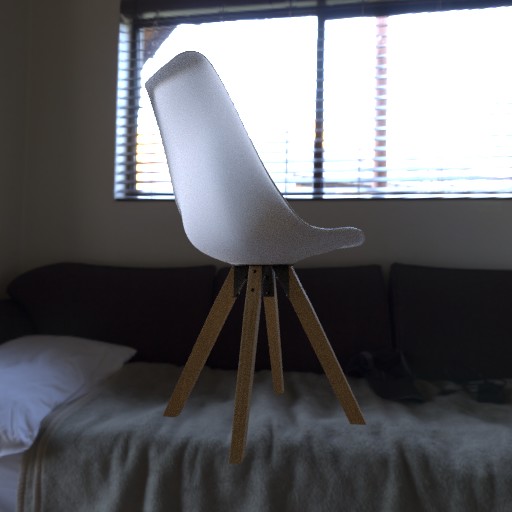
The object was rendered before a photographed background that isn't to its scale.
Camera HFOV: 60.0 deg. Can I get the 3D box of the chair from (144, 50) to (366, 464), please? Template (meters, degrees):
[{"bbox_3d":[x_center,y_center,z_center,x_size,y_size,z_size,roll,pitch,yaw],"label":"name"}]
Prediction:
[{"bbox_3d":[0.000,0.000,1.147,0.550,0.849,0.485,1,-1,-35],"label":"chair"}]
